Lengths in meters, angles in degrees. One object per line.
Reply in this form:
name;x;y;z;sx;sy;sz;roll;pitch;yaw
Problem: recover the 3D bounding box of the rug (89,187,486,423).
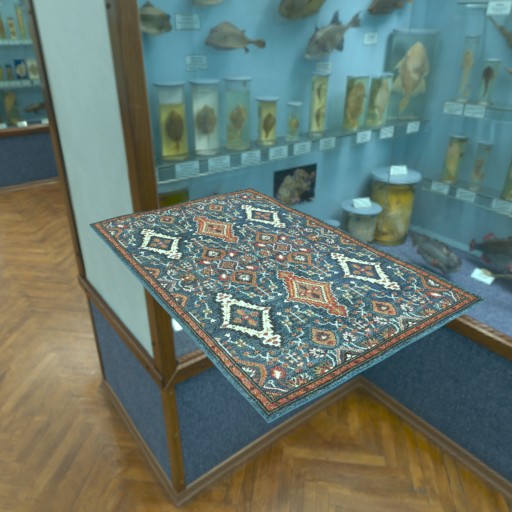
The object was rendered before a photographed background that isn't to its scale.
rug;0.000;0.000;2.313;1.195;0.014;1.847;-18;33;-30
